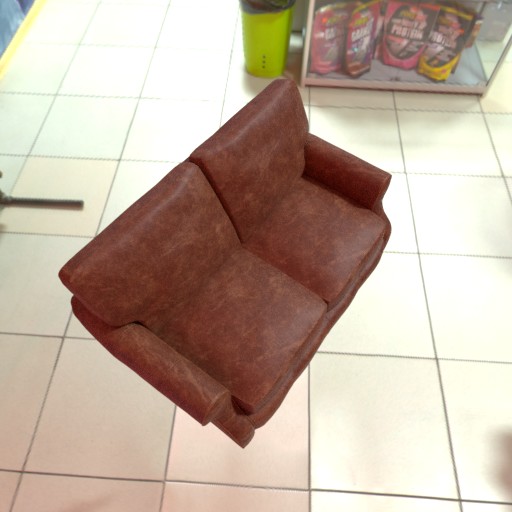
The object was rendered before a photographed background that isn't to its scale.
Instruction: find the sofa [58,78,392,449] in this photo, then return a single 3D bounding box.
[{"bbox_3d":[0.000,0.000,2.253,0.990,0.967,1.616,32,63,19],"label":"sofa"}]
